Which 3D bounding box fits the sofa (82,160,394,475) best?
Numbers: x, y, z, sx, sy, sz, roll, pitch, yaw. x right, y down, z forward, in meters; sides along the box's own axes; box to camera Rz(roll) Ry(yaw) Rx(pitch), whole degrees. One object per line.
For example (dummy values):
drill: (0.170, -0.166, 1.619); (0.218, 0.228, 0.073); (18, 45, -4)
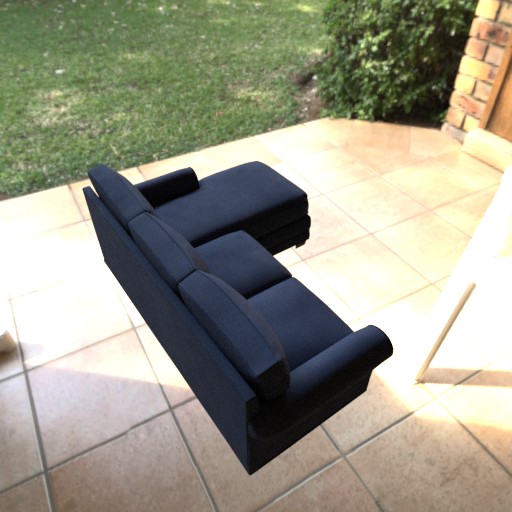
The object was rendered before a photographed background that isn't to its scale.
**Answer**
sofa: (0.000, 0.000, 3.464); (1.780, 1.063, 2.567); (-25, 48, -26)
